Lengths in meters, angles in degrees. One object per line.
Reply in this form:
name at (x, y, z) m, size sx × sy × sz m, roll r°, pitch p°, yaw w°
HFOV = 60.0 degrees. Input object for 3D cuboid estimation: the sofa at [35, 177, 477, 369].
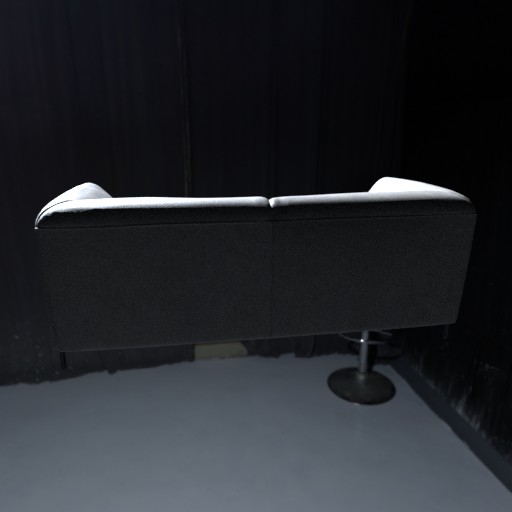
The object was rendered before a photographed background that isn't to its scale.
sofa at (0.000, 0.000, 2.312) m, size 1.878 × 0.747 × 0.905 m, roll -3°, pitch 17°, yaw -9°
